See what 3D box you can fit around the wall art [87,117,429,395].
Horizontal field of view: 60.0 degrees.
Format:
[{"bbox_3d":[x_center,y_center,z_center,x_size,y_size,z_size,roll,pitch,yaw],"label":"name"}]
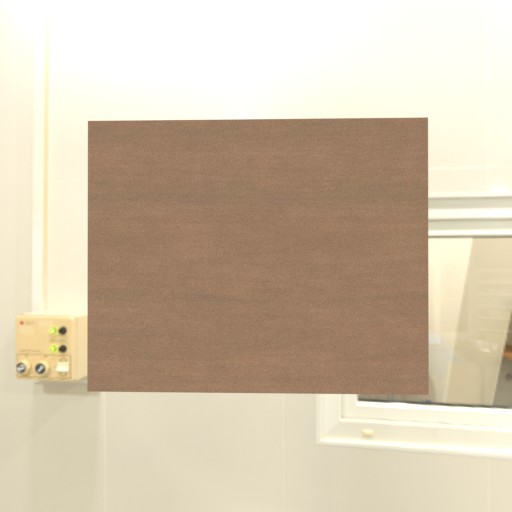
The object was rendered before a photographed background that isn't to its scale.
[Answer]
[{"bbox_3d":[0.000,0.000,0.665,0.508,0.408,0.010,0,0,2],"label":"wall art"}]
